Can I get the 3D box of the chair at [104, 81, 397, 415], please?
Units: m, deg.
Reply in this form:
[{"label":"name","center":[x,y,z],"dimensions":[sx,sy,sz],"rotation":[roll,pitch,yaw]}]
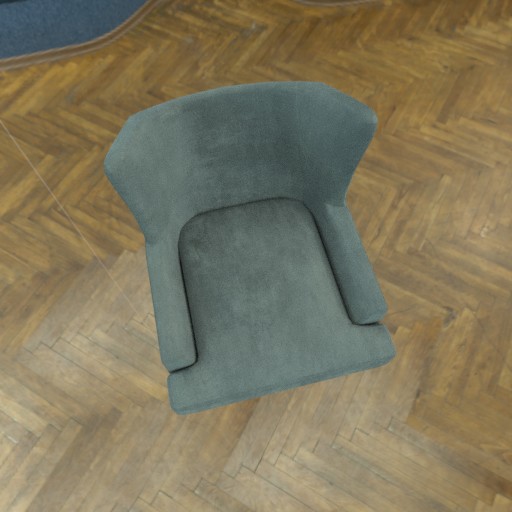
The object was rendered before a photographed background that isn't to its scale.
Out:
[{"label":"chair","center":[0.000,0.000,1.590],"dimensions":[0.784,0.950,0.906],"rotation":[-12,64,-6]}]
